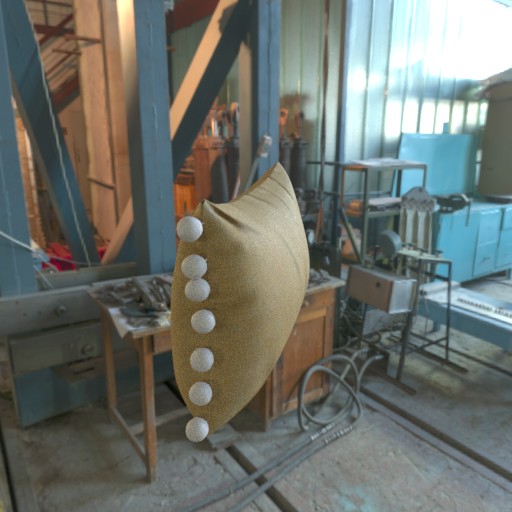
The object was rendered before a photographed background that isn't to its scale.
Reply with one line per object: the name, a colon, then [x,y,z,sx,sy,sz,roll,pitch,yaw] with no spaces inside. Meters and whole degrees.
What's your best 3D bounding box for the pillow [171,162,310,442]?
pillow: [0.000,0.000,0.840,0.201,0.322,0.709,3,15,10]
